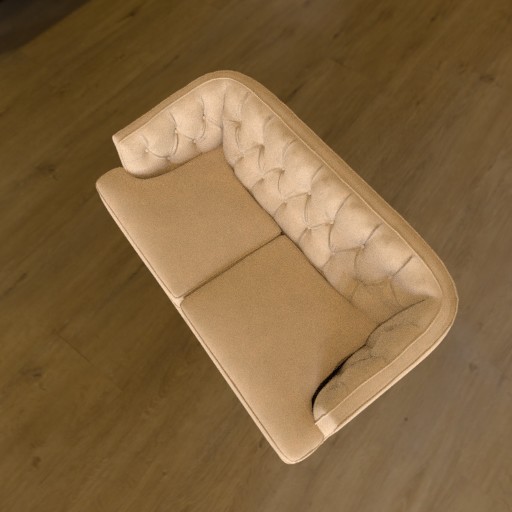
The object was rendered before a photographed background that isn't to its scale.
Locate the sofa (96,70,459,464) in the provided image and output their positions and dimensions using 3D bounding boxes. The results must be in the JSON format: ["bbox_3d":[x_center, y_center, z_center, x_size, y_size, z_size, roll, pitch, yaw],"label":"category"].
[{"bbox_3d":[0.000,0.000,2.223,0.940,0.878,1.731,-33,68,-16],"label":"sofa"}]
